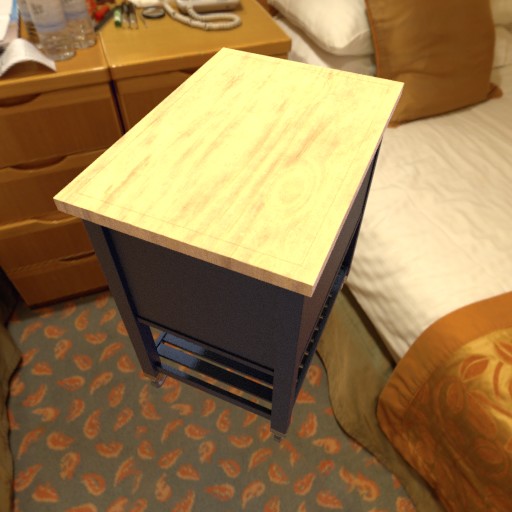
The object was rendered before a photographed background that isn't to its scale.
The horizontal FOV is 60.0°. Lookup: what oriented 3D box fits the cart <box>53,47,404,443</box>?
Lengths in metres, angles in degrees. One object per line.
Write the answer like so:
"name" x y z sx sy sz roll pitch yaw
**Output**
"cart" 0.000 0.000 1.426 0.567 0.920 0.797 18 51 16
